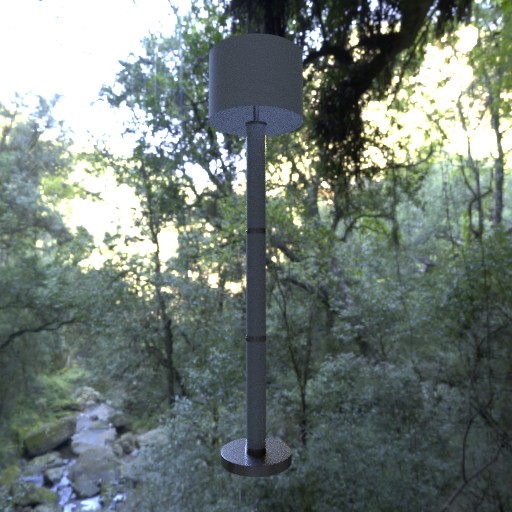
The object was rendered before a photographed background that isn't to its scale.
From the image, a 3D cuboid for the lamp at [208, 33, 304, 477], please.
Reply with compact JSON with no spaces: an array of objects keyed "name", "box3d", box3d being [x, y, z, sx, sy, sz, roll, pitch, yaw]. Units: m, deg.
[{"name":"lamp","box3d":[0.000,0.000,1.755,0.377,1.599,0.377,0,-2,0]}]
